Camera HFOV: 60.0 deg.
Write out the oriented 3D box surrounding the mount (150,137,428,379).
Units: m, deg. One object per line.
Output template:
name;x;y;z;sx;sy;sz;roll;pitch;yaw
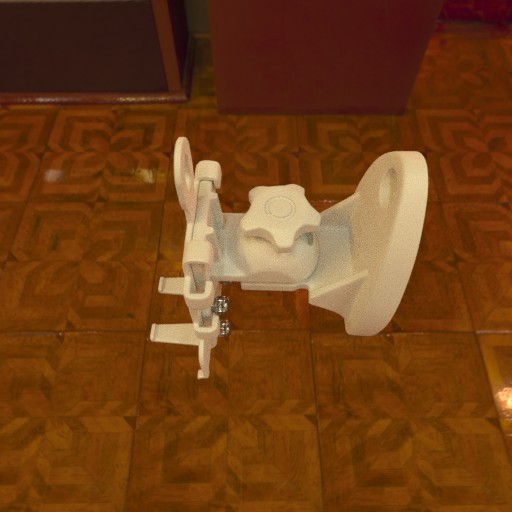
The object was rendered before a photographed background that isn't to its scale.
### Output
mount;0.000;0.000;0.176;0.100;0.118;0.066;2;58;1
